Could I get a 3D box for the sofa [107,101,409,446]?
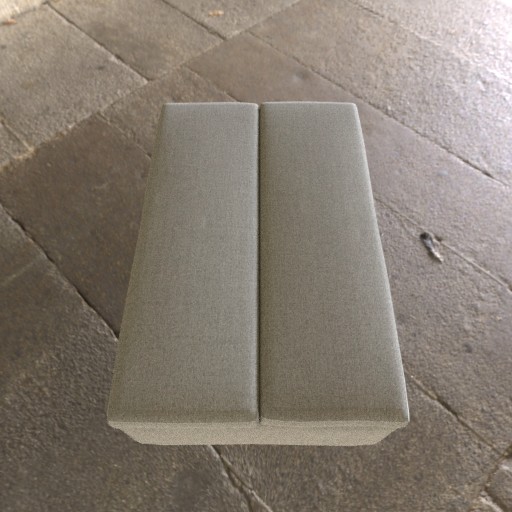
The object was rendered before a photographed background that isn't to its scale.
[{"bbox_3d":[0.000,0.000,1.614,0.817,0.434,1.250,0,58,0],"label":"sofa"}]
